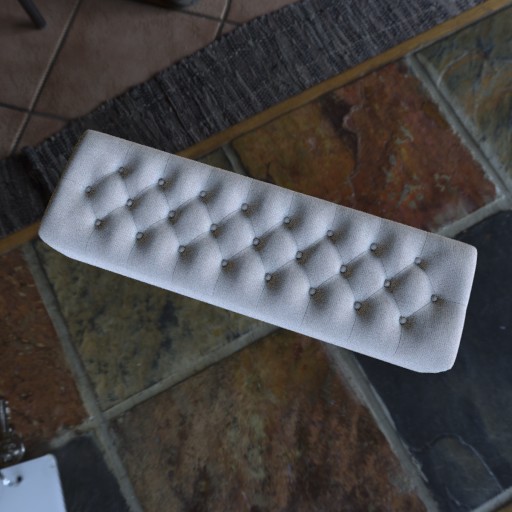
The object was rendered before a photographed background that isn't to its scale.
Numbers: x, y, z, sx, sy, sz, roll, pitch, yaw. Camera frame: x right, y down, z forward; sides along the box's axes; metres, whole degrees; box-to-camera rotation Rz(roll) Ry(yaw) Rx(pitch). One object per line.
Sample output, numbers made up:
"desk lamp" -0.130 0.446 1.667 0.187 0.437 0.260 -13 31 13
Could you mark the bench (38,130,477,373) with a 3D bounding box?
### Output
"bench" 0.000 0.000 1.725 1.480 0.467 0.455 18 77 4
